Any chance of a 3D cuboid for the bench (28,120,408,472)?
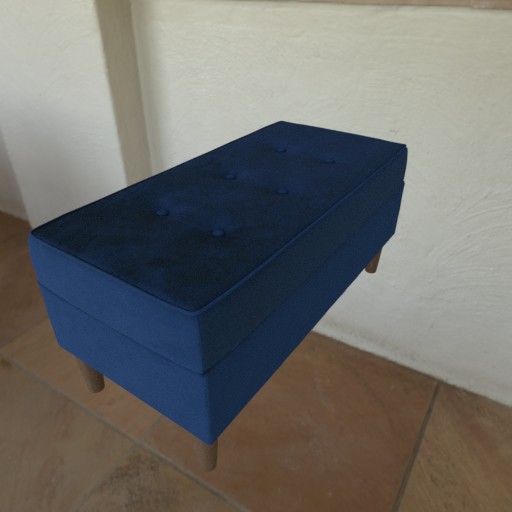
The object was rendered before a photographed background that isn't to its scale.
[{"bbox_3d":[0.000,0.000,1.253,0.489,0.467,1.010,21,38,29],"label":"bench"}]
